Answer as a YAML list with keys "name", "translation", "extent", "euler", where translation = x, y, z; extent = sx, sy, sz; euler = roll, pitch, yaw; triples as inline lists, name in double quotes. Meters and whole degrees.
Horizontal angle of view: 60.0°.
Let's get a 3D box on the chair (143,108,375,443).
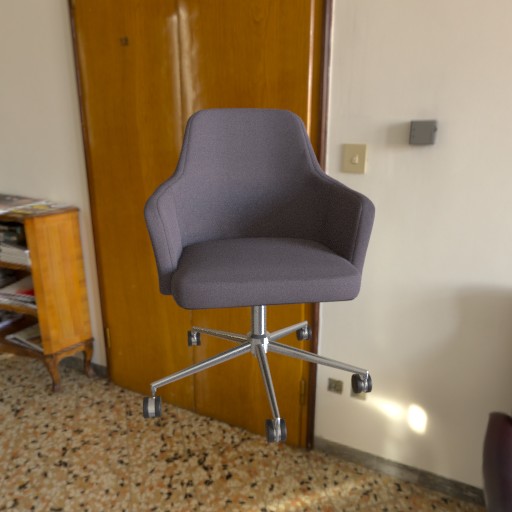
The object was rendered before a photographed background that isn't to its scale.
- name: "chair"
  translation: [0.000, 0.000, 1.265]
  extent: [0.655, 0.820, 0.600]
  euler: [-2, 17, -8]
